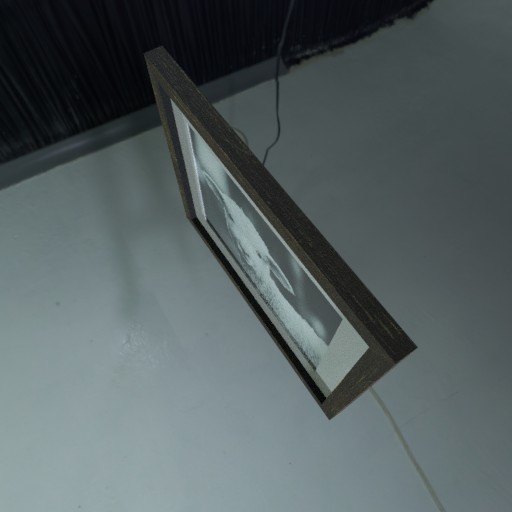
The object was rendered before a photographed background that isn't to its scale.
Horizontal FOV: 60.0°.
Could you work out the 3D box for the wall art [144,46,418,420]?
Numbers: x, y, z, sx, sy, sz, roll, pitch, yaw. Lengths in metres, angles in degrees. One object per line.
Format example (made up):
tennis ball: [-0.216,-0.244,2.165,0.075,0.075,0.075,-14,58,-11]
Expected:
wall art: [0.000,0.000,0.765,0.032,0.457,0.558,-31,67,-15]
